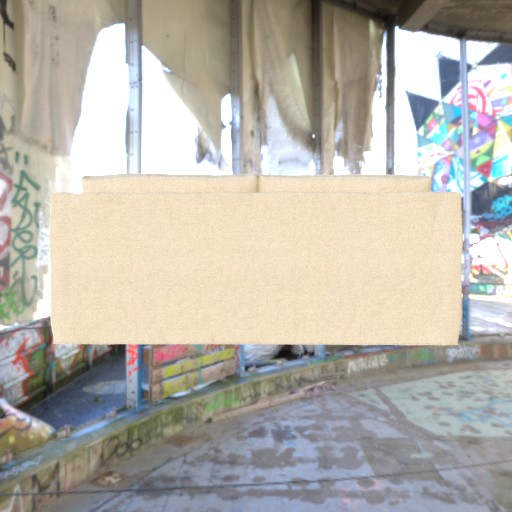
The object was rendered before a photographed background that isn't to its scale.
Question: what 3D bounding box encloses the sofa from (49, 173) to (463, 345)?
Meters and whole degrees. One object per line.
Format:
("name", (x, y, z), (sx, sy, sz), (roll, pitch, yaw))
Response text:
("sofa", (0.000, 0.000, 2.525), (1.959, 0.835, 0.962), (0, 0, 1))
